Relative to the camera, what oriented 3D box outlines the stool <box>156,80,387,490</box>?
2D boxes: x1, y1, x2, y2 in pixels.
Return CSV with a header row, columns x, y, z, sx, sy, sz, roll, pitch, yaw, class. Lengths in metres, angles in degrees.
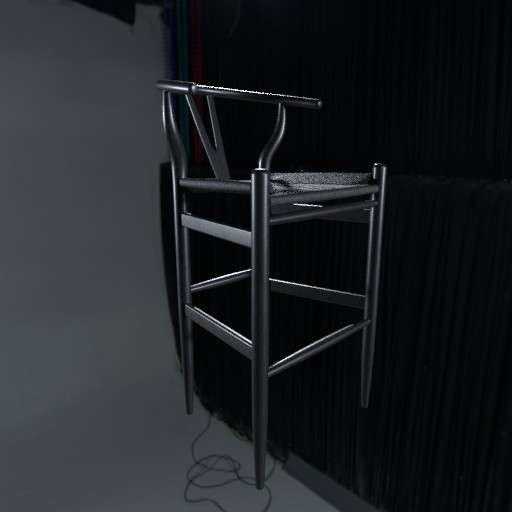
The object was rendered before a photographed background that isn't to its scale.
x,y,z,sx,sy,sz,roll,pitch,yaw,class
0.000,0.000,1.407,0.579,1.072,0.569,13,18,43,stool
